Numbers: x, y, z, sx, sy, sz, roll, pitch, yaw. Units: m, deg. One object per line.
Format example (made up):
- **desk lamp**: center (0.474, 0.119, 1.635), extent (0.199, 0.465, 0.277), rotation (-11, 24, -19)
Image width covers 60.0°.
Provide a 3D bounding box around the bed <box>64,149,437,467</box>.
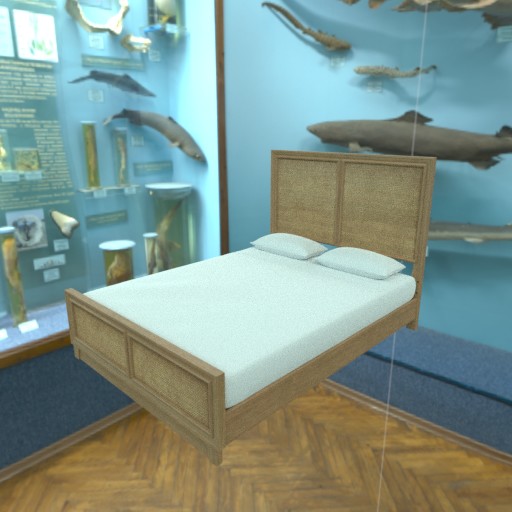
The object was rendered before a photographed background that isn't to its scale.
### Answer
- **bed**: center (0.000, 0.000, 3.255), extent (1.606, 1.387, 2.184), rotation (15, 22, 42)
